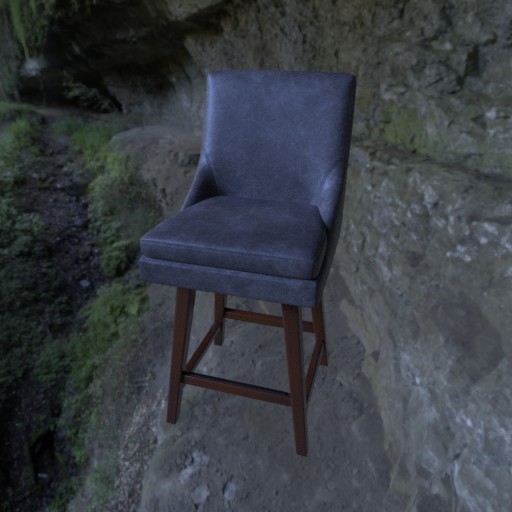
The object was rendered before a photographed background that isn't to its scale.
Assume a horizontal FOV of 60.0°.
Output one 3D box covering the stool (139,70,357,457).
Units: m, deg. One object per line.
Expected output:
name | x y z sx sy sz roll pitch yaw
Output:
stool | 0.000 0.000 1.393 0.492 1.046 0.587 8 27 15
